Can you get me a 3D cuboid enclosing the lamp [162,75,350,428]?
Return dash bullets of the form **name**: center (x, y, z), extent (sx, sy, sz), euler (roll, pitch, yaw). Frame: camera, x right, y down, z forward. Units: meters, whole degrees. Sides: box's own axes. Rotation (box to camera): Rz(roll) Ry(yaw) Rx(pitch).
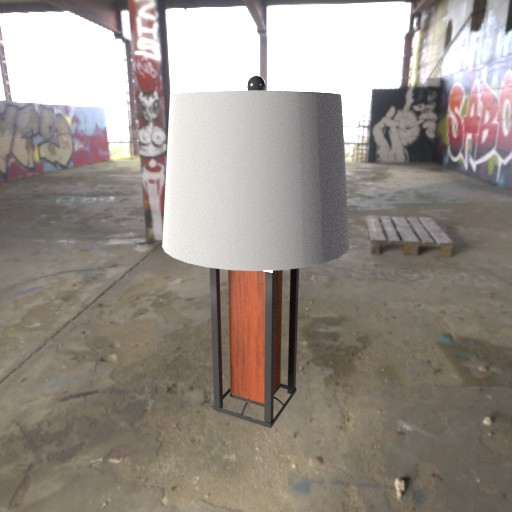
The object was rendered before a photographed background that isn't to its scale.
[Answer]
- **lamp**: center (0.000, 0.000, 0.780), extent (0.320, 0.591, 0.320), euler (0, 17, 0)
